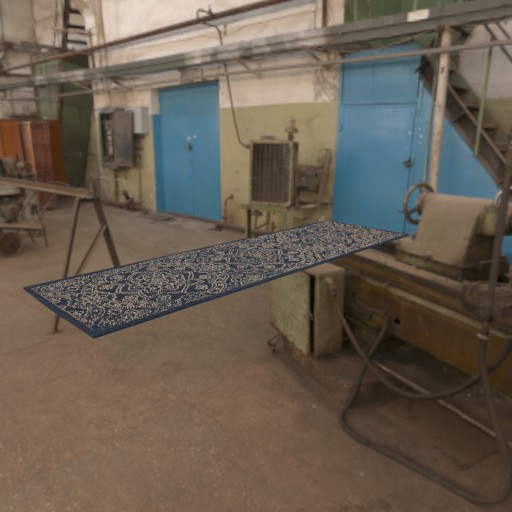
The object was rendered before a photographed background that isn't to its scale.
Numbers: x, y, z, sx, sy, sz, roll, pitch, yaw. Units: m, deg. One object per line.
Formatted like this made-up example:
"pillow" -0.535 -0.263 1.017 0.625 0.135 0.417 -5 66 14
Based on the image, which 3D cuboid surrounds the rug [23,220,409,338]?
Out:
"rug" 0.000 0.000 2.718 2.448 0.012 0.769 -15 21 -43
